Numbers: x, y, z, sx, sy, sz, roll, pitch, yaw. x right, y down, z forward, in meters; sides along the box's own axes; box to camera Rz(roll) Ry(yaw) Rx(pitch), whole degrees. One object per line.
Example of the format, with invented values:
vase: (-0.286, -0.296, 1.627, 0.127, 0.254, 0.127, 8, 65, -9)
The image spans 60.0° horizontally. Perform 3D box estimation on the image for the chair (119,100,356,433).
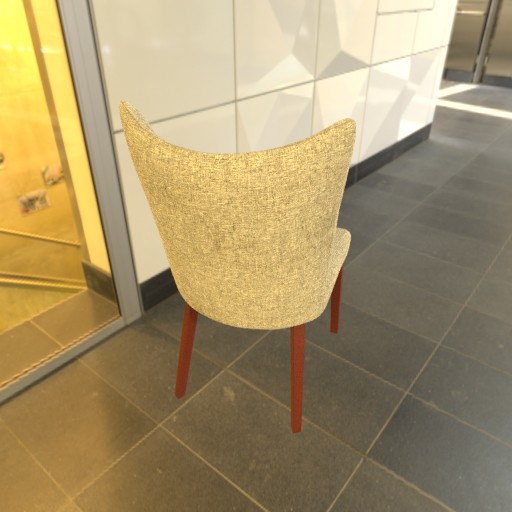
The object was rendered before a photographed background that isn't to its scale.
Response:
chair: (0.000, 0.000, 1.307, 0.535, 0.924, 0.623, 10, 33, 17)
